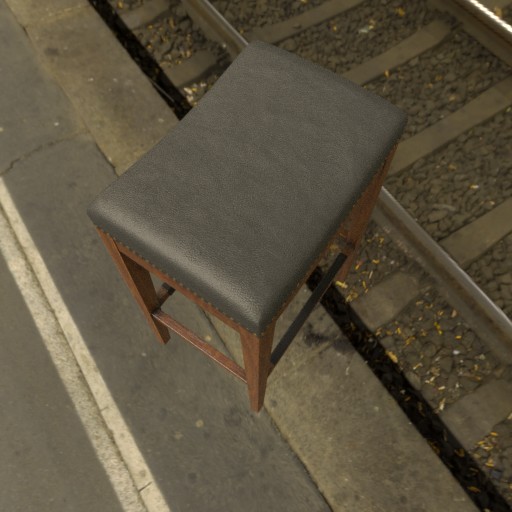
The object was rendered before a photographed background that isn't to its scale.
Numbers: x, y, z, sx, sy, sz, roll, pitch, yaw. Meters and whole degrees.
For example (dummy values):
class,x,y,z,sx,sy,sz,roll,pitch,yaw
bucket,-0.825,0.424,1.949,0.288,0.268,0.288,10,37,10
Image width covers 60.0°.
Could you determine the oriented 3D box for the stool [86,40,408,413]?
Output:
class,x,y,z,sx,sy,sz,roll,pitch,yaw
stool,0.000,0.000,1.024,0.361,0.765,0.500,32,69,14
